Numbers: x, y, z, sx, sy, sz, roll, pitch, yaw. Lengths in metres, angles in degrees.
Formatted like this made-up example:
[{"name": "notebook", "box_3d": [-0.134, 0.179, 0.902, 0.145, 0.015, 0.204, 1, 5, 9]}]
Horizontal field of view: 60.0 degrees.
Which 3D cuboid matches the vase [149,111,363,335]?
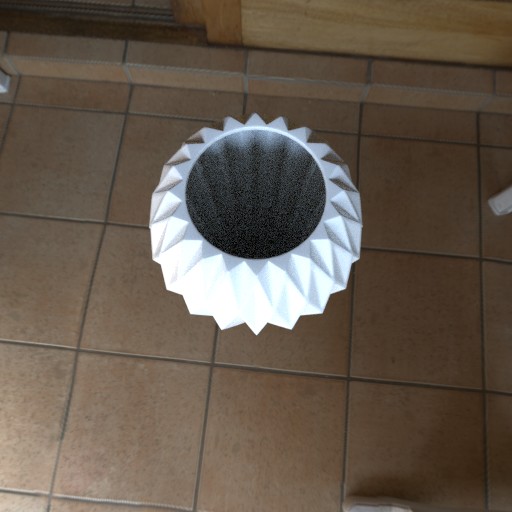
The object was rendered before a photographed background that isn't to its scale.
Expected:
[{"name": "vase", "box_3d": [0.000, 0.000, 0.347, 0.133, 0.263, 0.133, 0, 76, 0]}]
